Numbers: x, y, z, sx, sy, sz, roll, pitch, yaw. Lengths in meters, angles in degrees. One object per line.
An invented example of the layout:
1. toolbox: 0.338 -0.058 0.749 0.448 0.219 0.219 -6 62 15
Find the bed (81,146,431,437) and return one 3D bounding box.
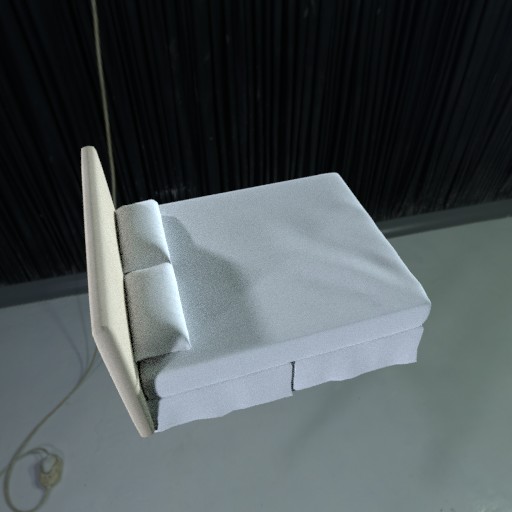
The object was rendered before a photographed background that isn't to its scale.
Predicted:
1. bed: 0.000 0.000 3.287 2.142 1.330 1.723 -12 48 -12
